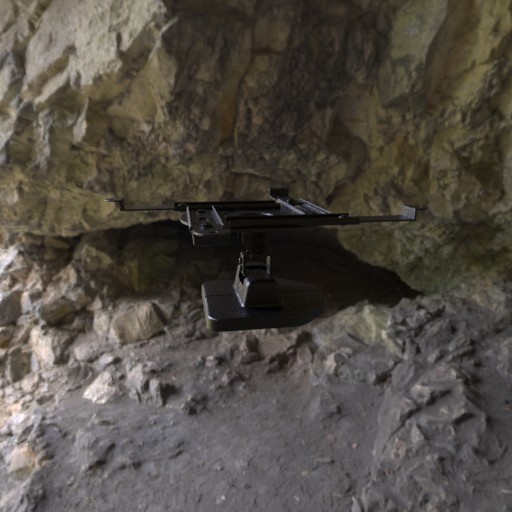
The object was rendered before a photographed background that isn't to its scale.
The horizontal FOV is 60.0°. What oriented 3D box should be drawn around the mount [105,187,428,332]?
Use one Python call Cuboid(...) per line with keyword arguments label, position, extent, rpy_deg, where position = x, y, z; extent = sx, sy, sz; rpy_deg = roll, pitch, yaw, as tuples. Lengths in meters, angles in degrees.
Cuboid(label="mount", position=(0.000, 0.000, 0.586), extent=(0.394, 0.141, 0.394), rpy_deg=(-2, 14, -9))
